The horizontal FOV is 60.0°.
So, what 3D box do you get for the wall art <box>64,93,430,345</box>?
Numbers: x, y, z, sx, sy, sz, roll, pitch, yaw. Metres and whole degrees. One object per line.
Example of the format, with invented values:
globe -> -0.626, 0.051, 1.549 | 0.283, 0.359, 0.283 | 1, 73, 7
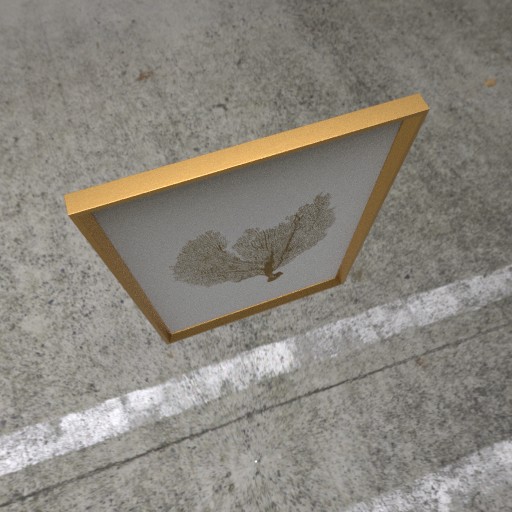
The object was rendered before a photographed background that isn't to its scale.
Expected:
wall art -> 0.000, 0.000, 1.079 | 0.610, 0.812, 0.038 | -18, 66, -8
